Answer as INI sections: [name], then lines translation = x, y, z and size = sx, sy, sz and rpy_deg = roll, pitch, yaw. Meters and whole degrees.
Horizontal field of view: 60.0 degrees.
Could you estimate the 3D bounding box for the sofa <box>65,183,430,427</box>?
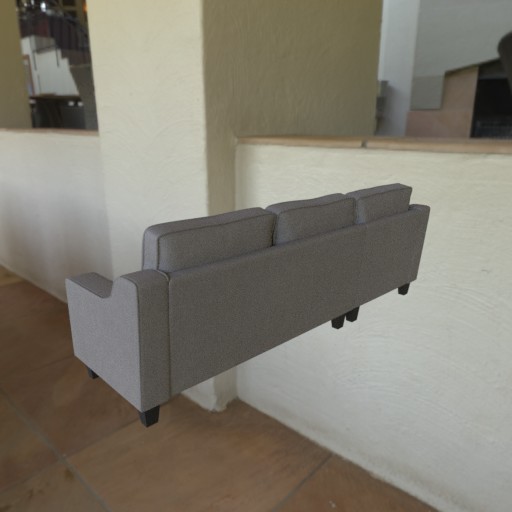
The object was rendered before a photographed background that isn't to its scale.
[sofa]
translation = 0.000, 0.000, 3.121
size = 2.561, 0.928, 1.294
rpy_deg = -15, 22, -42
